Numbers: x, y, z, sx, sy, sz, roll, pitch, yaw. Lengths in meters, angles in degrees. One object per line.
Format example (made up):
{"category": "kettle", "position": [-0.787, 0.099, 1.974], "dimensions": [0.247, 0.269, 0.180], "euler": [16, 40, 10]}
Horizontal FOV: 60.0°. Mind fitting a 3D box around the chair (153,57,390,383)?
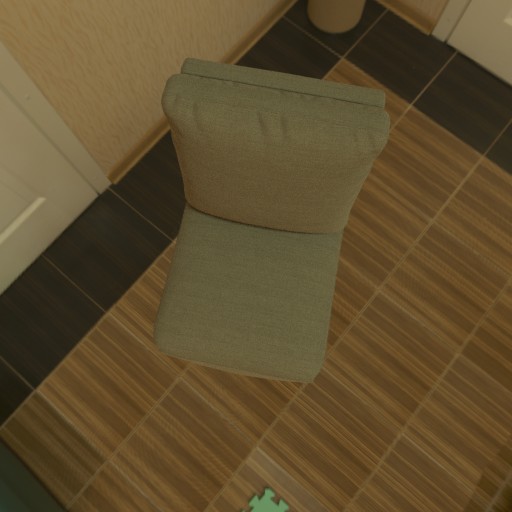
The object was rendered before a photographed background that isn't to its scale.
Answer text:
{"category": "chair", "position": [0.000, 0.000, 1.318], "dimensions": [0.503, 0.927, 0.698], "euler": [11, 76, 3]}
